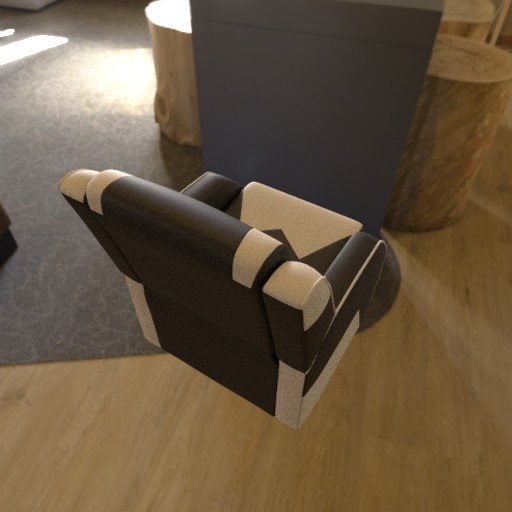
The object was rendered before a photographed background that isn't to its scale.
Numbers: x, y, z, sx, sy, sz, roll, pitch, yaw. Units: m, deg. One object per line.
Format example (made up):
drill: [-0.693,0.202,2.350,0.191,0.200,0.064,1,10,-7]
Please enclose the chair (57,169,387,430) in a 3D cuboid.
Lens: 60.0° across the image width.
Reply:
chair: [0.000,0.000,1.301,0.620,0.805,0.672,25,52,21]
